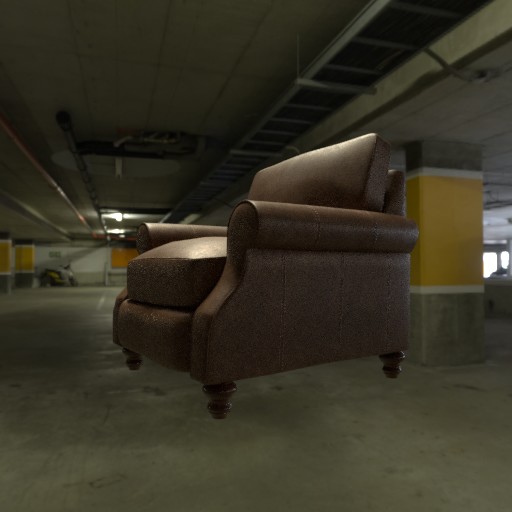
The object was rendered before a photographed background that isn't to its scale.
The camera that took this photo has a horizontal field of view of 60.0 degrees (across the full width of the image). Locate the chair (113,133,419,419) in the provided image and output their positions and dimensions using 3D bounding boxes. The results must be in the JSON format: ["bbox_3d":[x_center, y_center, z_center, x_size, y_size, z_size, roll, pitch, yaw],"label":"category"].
[{"bbox_3d":[0.000,0.000,1.838,1.002,0.976,0.996,1,-2,-35],"label":"chair"}]
